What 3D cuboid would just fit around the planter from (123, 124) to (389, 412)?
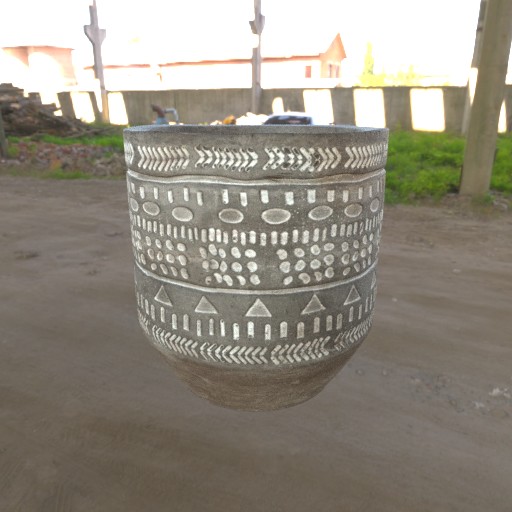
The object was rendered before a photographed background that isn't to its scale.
[{"bbox_3d":[0.000,0.000,0.227,0.122,0.128,0.122,0,18,0],"label":"planter"}]
